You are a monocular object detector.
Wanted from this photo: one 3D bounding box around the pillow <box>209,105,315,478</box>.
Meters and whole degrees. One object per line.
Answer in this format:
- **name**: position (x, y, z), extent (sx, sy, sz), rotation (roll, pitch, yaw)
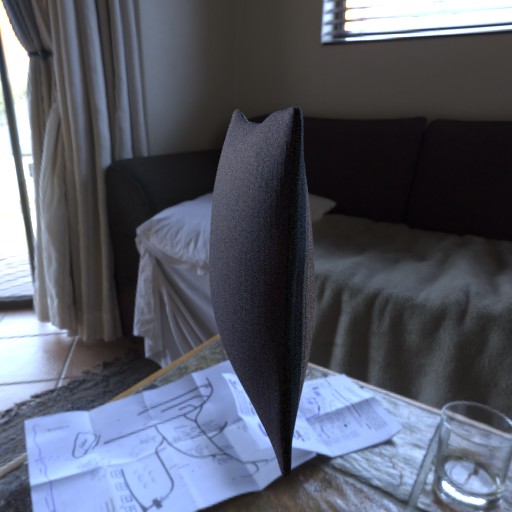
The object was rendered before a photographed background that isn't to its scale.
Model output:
- **pillow**: position (0.000, 0.000, 0.659), extent (0.136, 0.419, 0.437), rotation (-3, 18, -9)
